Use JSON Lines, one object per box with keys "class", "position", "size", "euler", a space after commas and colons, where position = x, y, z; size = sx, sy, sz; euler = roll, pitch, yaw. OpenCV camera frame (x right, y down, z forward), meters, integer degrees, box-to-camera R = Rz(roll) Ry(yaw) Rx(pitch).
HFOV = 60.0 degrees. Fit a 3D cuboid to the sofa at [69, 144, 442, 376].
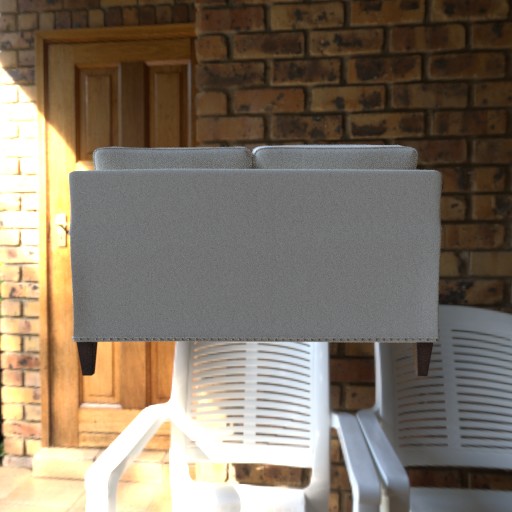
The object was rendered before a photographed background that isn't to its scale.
{"class": "sofa", "position": [0.000, 0.000, 2.310], "size": [1.597, 1.003, 1.084], "euler": [0, 2, 0]}
